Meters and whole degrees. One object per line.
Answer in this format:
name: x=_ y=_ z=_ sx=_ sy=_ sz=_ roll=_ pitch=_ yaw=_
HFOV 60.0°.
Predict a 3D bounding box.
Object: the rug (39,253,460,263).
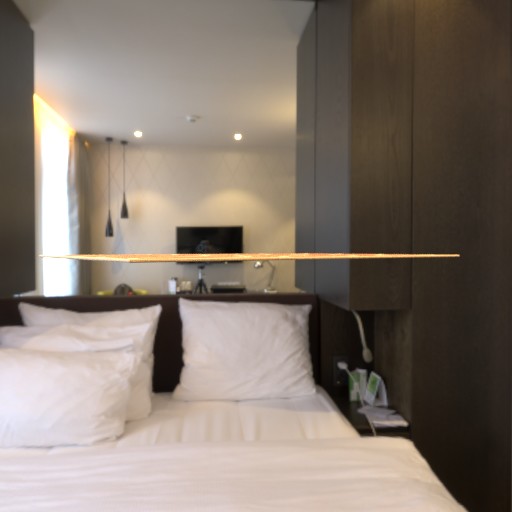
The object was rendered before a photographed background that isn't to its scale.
rug: x=0.000 y=0.000 z=2.884 sx=2.290 sy=0.014 sz=1.526 roll=-1 pitch=1 yaw=-37
